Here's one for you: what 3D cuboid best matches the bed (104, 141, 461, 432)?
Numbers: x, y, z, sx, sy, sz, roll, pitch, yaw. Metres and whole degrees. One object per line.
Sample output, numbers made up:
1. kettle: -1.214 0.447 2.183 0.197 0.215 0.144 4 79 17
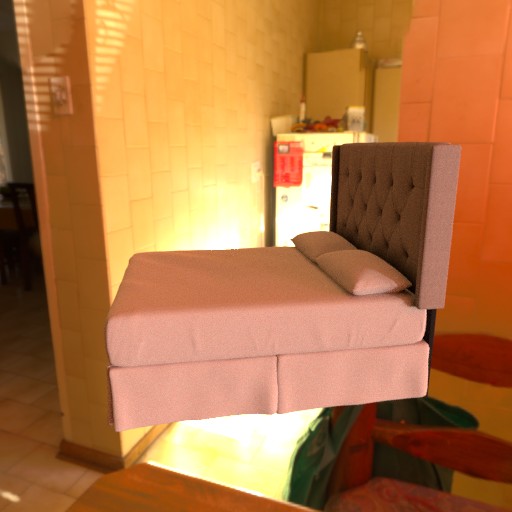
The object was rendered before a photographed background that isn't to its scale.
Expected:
1. bed: 0.000 0.000 3.340 2.066 1.665 1.719 -2 14 -9
